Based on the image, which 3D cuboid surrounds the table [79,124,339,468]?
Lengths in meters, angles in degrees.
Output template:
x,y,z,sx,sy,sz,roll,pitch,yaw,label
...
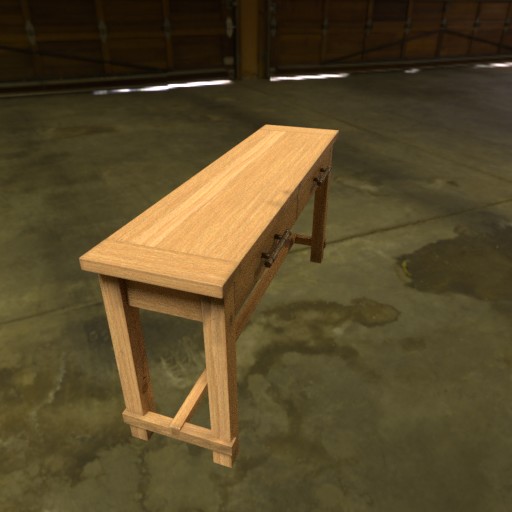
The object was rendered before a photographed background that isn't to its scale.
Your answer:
x,y,z,sx,sy,sz,roll,pitch,yaw,label
0.000,0.000,1.954,0.442,0.762,1.599,10,31,17,table
